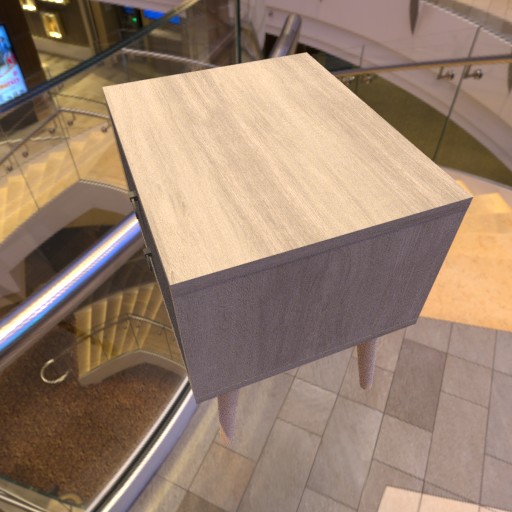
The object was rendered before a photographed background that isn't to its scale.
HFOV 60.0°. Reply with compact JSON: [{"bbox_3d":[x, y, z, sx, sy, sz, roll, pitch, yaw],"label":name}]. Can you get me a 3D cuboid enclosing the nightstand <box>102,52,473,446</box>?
[{"bbox_3d":[0.000,0.000,0.806,0.380,0.500,0.450,-16,49,-15],"label":"nightstand"}]
